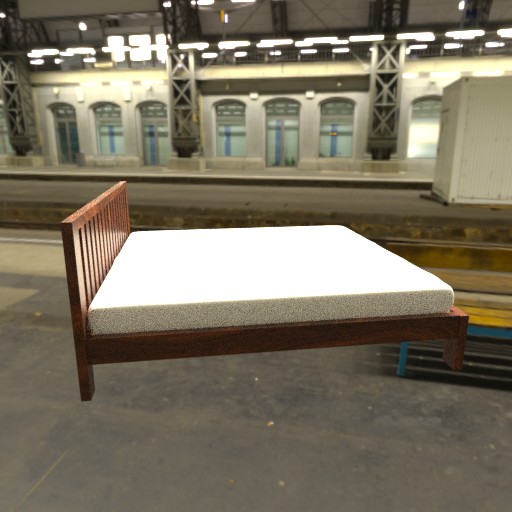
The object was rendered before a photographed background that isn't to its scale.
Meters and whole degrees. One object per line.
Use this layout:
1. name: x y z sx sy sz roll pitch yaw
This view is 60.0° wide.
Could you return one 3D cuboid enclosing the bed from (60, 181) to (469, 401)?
1. bed: 0.000 0.000 3.116 2.030 0.890 1.905 -2 15 -9
